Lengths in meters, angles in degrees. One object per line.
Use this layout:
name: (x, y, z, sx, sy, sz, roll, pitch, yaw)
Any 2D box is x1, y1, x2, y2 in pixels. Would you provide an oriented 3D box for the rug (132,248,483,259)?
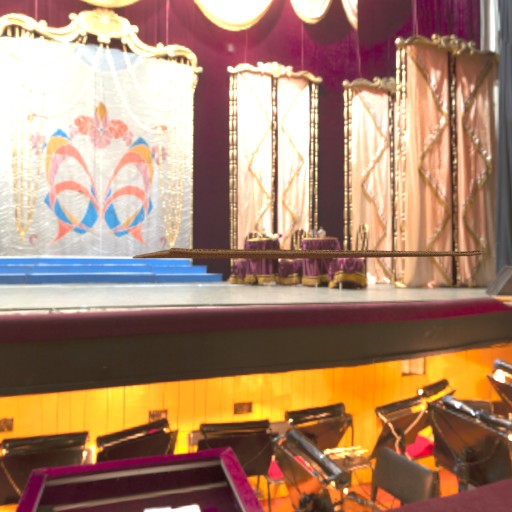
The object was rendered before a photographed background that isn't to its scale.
rug: (0.000, 0.000, 3.072, 1.521, 0.034, 2.438, 0, -1, -19)
